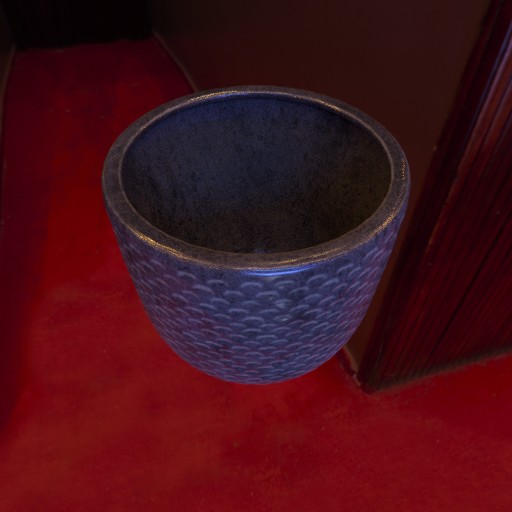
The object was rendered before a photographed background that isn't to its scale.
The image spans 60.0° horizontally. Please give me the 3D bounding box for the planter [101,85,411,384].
[{"bbox_3d":[0.000,0.000,0.354,0.197,0.191,0.197,0,47,0],"label":"planter"}]
